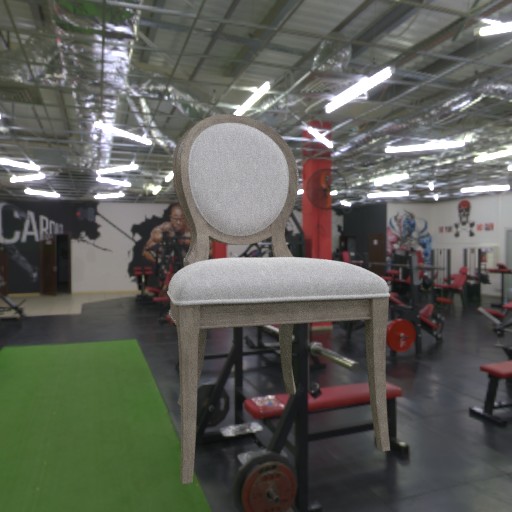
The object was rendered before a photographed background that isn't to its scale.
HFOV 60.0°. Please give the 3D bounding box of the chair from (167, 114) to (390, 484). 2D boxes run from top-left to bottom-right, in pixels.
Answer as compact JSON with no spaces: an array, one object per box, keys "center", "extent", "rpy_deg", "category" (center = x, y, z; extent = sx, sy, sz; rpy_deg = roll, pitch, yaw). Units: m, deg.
[{"center":[0.000,0.000,1.332],"extent":[0.558,0.990,0.602],"rpy_deg":[0,2,-18],"category":"chair"}]
